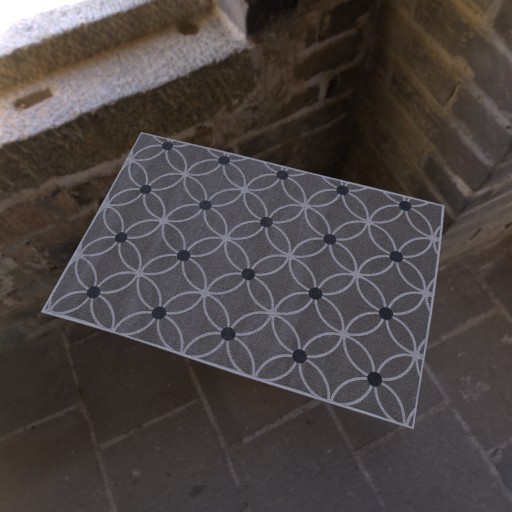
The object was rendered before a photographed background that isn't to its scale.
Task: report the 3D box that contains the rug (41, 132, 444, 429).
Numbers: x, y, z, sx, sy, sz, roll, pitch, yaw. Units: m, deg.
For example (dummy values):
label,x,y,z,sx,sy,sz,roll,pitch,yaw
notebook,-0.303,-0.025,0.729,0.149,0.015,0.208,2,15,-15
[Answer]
label,x,y,z,sx,sy,sz,roll,pitch,yaw
rug,0.000,0.000,2.887,2.284,0.008,1.522,15,64,8
